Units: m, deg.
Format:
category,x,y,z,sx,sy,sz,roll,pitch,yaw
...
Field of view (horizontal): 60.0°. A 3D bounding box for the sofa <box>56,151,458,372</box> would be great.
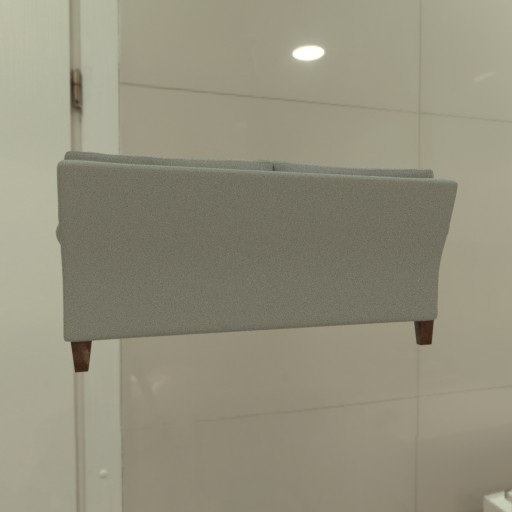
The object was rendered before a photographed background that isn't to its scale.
category,x,y,z,sx,sy,sz,roll,pitch,yaw
sofa,0.000,0.000,2.748,2.193,1.096,1.069,0,2,-17
